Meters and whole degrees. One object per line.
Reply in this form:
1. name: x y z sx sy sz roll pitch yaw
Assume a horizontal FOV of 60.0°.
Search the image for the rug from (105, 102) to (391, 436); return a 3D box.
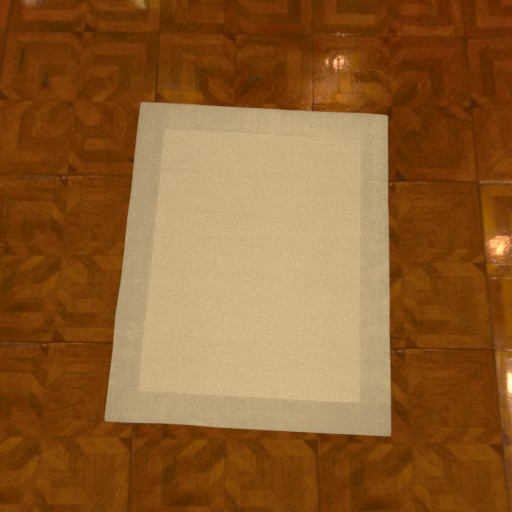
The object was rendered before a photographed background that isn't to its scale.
1. rug: 0.000 0.000 4.035 2.430 0.018 2.976 3 78 1
